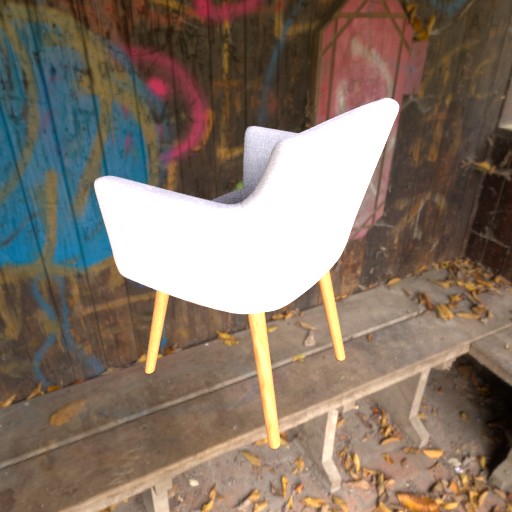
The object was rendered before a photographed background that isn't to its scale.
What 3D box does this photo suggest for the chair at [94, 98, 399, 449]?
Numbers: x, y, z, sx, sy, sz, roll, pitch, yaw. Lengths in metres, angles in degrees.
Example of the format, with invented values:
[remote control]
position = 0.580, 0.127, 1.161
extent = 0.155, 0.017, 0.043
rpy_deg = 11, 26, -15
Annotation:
[chair]
position = 0.000, 0.000, 1.132
extent = 0.540, 0.780, 0.570
rpy_deg = 19, 35, 30
